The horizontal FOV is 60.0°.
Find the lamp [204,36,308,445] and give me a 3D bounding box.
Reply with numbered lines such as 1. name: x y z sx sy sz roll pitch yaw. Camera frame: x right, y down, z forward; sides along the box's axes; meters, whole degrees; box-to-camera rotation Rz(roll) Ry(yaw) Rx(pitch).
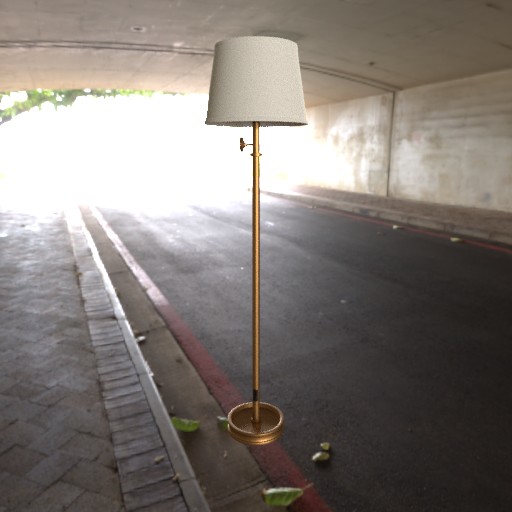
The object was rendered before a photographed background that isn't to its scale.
1. lamp: 0.000 0.000 0.813 0.178 0.710 0.178 0 13 0
